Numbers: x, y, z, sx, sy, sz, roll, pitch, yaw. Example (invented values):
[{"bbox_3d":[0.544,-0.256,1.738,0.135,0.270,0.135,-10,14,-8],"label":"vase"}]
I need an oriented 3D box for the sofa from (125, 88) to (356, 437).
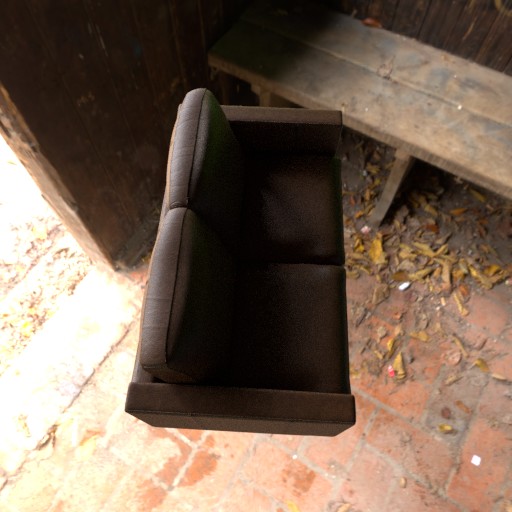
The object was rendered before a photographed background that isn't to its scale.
[{"bbox_3d":[0.000,0.000,2.193,0.909,0.951,1.578,3,63,1],"label":"sofa"}]
